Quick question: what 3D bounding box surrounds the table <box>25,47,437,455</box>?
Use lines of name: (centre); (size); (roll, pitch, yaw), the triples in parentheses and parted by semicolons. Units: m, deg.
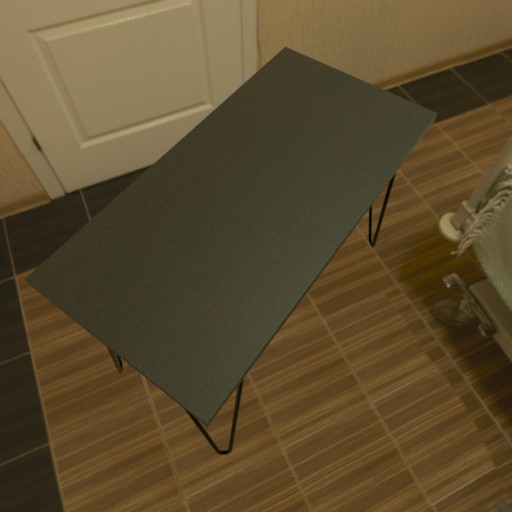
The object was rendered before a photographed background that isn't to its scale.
table: (0.000, 0.000, 1.356); (0.499, 0.660, 0.991); (32, 64, 18)
